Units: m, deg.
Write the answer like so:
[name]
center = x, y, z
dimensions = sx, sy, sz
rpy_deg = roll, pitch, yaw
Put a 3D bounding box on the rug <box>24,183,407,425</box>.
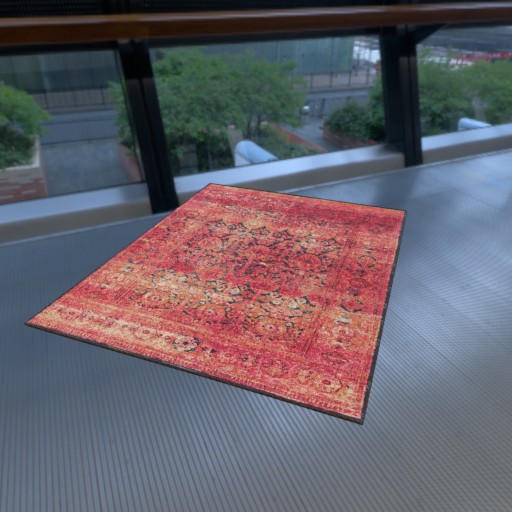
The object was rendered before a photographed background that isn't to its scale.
[rug]
center = 0.000, 0.000, 4.014
dimensions = 2.411, 0.020, 3.032
rpy_deg = 11, 32, 18
